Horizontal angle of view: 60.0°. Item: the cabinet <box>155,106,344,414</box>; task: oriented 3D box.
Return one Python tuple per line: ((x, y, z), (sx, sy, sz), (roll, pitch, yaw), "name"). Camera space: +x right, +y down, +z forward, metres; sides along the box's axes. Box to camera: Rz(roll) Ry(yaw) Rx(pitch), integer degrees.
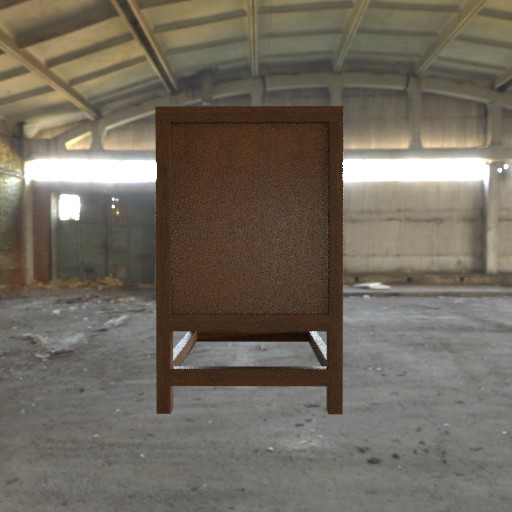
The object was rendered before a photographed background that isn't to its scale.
((0.000, 0.000, 2.032), (0.522, 0.820, 1.708), (0, 1, 0), "cabinet")
